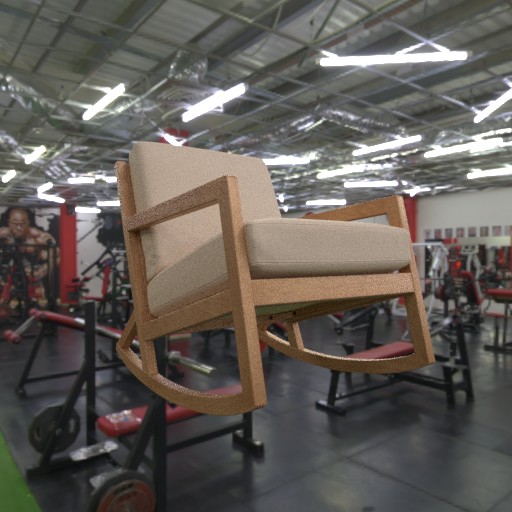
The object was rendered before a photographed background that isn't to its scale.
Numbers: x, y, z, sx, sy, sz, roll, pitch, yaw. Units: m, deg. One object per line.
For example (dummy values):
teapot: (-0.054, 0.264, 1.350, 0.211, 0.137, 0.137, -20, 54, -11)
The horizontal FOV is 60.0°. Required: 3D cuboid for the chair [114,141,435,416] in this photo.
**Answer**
chair: (0.000, 0.000, 1.405, 0.622, 0.790, 0.857, 0, 1, -36)
